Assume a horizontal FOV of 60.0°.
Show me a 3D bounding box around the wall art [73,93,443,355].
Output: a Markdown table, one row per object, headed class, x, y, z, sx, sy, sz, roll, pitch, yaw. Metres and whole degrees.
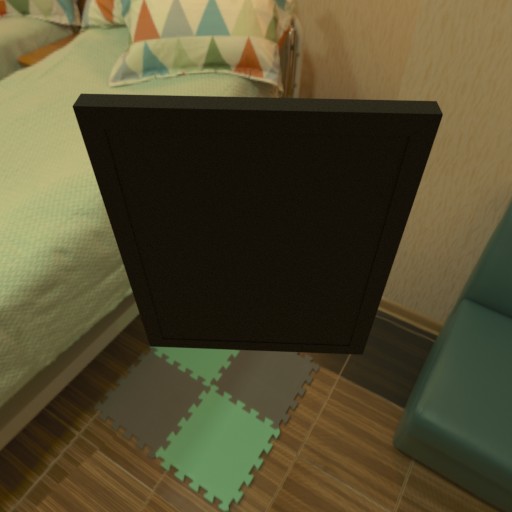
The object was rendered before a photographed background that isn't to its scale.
| class | x | y | z | sx | sy | sz | roll | pitch | yaw |
| --- | --- | --- | --- | --- | --- | --- | --- | --- | --- |
| wall art | 0.000 | 0.000 | 0.760 | 0.457 | 0.559 | 0.033 | 2 | 47 | 2 |
